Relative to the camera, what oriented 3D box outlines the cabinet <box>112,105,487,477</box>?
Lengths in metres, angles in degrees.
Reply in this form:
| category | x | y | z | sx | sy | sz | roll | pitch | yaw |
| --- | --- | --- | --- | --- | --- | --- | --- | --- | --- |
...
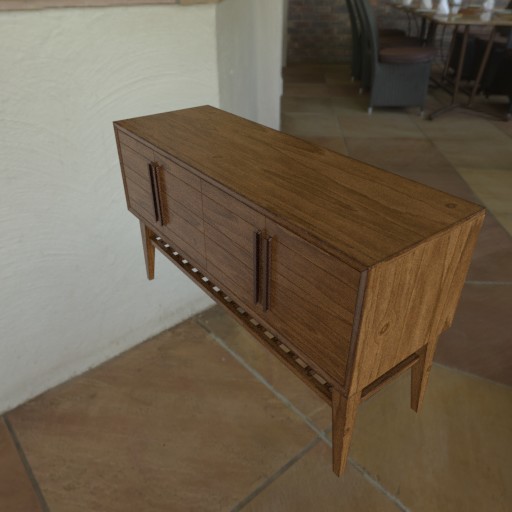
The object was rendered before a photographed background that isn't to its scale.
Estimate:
| category | x | y | z | sx | sy | sz | roll | pitch | yaw |
| --- | --- | --- | --- | --- | --- | --- | --- | --- | --- |
| cabinet | 0.000 | 0.000 | 1.705 | 0.477 | 0.802 | 1.363 | -22 | 39 | -31 |
